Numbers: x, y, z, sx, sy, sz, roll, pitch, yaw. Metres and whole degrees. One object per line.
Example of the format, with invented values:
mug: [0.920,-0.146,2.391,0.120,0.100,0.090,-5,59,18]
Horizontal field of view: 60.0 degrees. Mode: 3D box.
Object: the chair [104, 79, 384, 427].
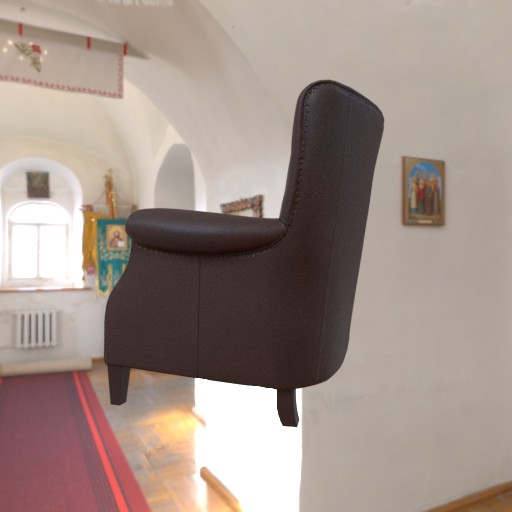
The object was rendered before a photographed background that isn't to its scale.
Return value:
chair: [0.000,0.000,1.344,0.746,0.800,0.700,0,1,18]
